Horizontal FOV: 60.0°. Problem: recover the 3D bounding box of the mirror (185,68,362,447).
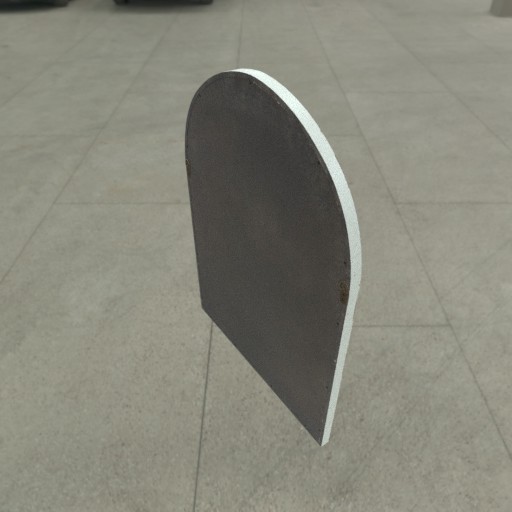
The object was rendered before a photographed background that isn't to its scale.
[{"bbox_3d":[0.000,0.000,1.158,0.032,0.920,0.660,-24,45,-27],"label":"mirror"}]
